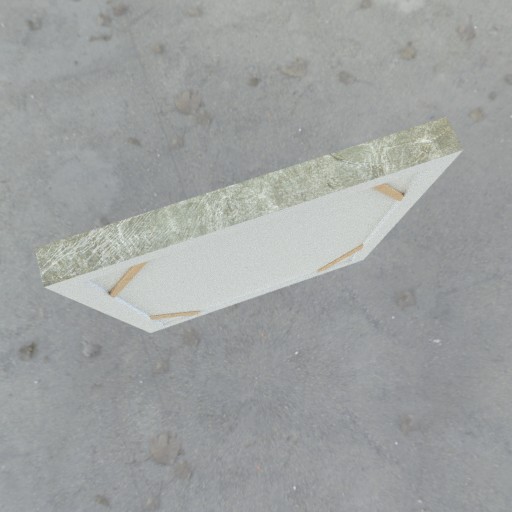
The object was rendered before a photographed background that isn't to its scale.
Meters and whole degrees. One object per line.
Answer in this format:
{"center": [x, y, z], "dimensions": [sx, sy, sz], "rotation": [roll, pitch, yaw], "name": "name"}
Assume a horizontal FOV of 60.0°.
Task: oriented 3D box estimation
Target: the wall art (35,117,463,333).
{"center": [0.000, 0.000, 0.605], "dimensions": [0.405, 0.407, 0.038], "rotation": [-19, 75, -5], "name": "wall art"}
